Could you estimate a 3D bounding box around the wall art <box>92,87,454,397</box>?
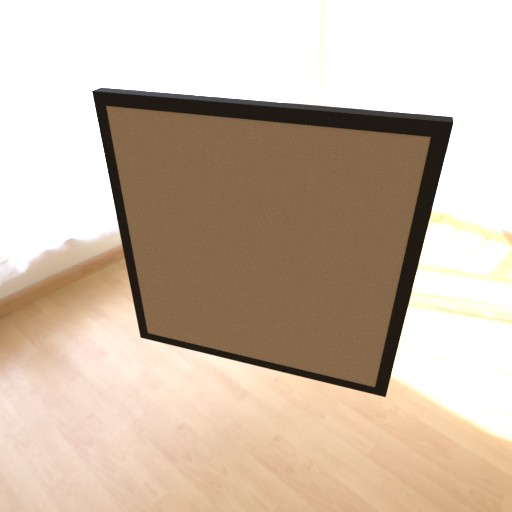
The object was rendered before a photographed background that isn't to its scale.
[{"bbox_3d":[0.000,0.000,0.450,0.306,0.304,0.015,10,35,15],"label":"wall art"}]
